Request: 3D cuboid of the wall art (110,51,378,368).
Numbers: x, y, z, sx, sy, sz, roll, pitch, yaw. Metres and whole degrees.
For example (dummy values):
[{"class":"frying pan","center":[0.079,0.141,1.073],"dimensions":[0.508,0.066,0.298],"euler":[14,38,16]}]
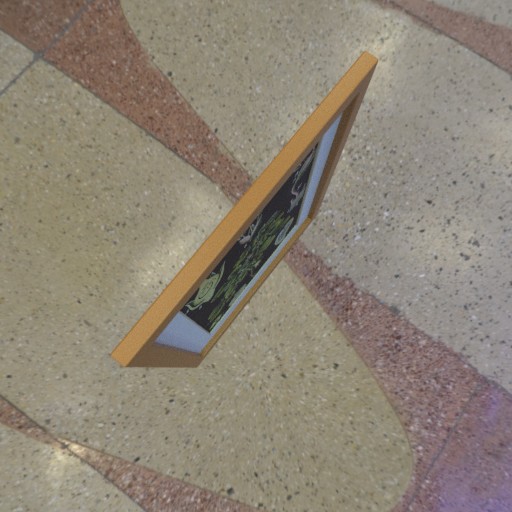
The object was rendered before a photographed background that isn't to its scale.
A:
[{"class":"wall art","center":[0.000,0.000,0.754],"dimensions":[0.022,0.553,0.452],"euler":[37,79,9]}]
